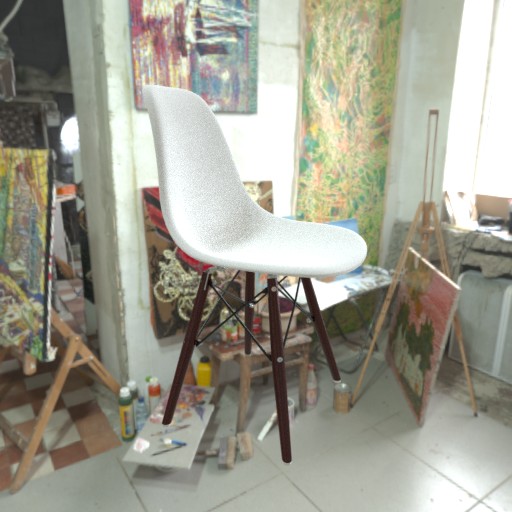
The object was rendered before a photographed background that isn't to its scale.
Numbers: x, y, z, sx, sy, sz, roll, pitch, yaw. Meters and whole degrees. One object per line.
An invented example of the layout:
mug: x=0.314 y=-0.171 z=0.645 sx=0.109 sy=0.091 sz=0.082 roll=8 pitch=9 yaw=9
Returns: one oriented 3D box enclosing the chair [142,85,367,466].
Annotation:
chair: x=0.000 y=0.000 z=1.123 sx=0.533 sy=0.826 sz=0.470 roll=8 pitch=17 yaw=25
